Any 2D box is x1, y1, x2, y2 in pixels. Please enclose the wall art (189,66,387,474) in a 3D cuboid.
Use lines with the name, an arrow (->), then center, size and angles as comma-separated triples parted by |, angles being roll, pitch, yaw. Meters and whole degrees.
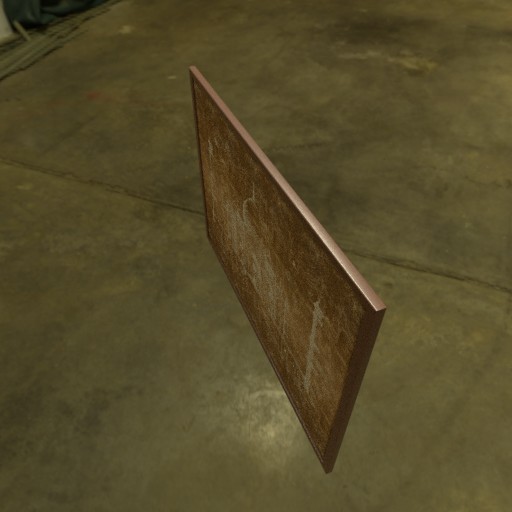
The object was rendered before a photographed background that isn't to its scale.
wall art -> 0.000, 0.000, 0.824 | 0.014, 0.455, 0.660 | -16, 47, -16
